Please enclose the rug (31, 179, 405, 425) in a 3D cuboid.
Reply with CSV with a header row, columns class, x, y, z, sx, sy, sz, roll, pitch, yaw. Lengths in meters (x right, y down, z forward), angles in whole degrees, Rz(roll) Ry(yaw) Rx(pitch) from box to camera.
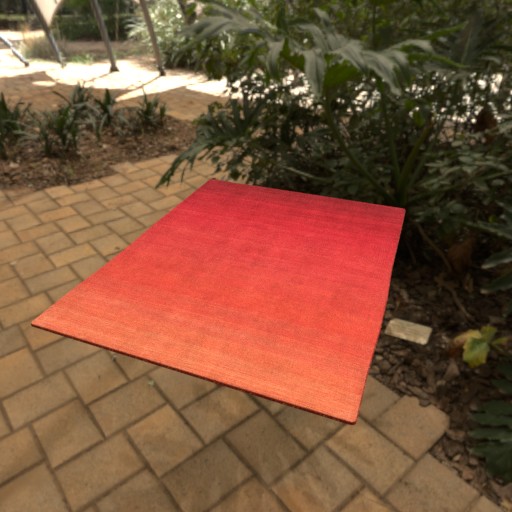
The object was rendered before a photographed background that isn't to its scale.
class,x,y,z,sx,sy,sz,roll,pitch,yaw
rug,0.000,0.000,3.941,2.340,0.028,2.905,12,34,18
